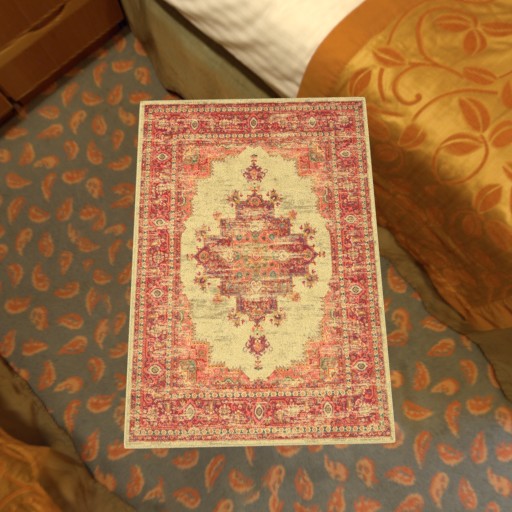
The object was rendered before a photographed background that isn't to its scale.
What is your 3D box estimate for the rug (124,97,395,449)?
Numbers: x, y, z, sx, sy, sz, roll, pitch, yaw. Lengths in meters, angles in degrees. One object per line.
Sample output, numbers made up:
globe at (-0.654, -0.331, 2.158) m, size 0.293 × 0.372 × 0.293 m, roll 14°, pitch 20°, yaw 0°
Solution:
rug at (0.000, 0.000, 3.603) m, size 2.005 × 0.014 × 2.878 m, roll -1°, pitch 76°, yaw 0°
